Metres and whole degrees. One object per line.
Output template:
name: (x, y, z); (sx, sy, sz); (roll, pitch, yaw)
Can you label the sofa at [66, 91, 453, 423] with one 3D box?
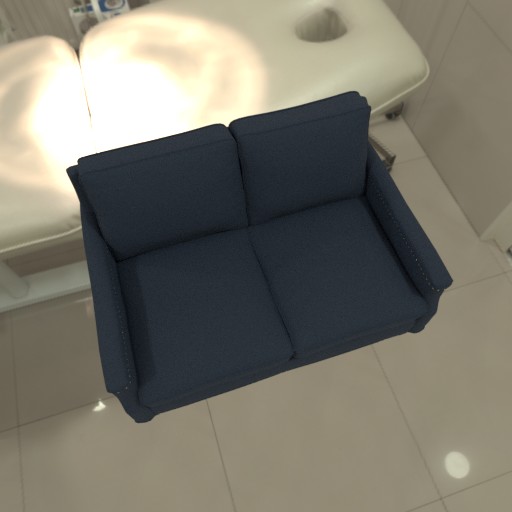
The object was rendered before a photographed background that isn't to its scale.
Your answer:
sofa: (0.000, 0.000, 2.216); (1.597, 1.003, 1.084); (-16, 64, -8)
